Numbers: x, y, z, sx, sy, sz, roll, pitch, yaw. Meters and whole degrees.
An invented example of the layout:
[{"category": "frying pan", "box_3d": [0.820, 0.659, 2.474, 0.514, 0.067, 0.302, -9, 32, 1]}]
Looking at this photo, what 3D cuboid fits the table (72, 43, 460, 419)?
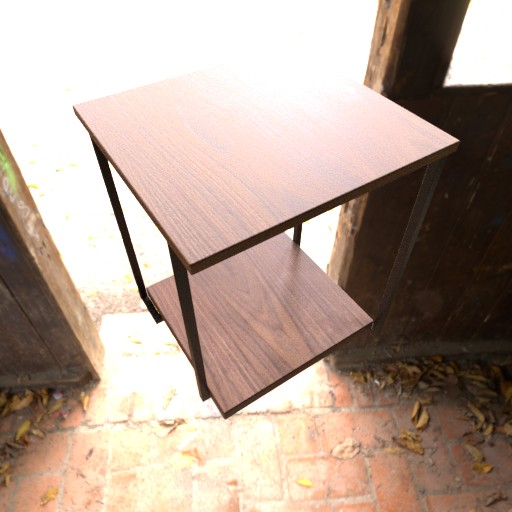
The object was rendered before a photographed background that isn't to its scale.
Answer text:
[{"category": "table", "box_3d": [0.000, 0.000, 0.841, 0.411, 0.567, 0.384, -26, 53, -22]}]
